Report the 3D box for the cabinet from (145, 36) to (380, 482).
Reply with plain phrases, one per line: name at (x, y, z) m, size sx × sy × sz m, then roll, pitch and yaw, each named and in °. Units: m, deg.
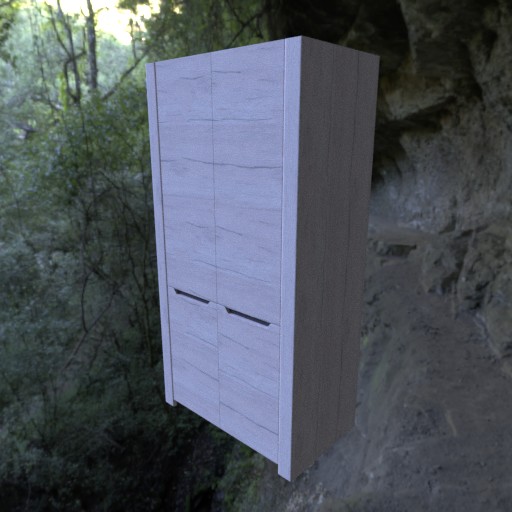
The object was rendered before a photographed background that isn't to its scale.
cabinet at (0.000, 0.000, 2.362) m, size 0.980 × 1.930 × 0.580 m, roll 14°, pitch 20°, yaw 41°
